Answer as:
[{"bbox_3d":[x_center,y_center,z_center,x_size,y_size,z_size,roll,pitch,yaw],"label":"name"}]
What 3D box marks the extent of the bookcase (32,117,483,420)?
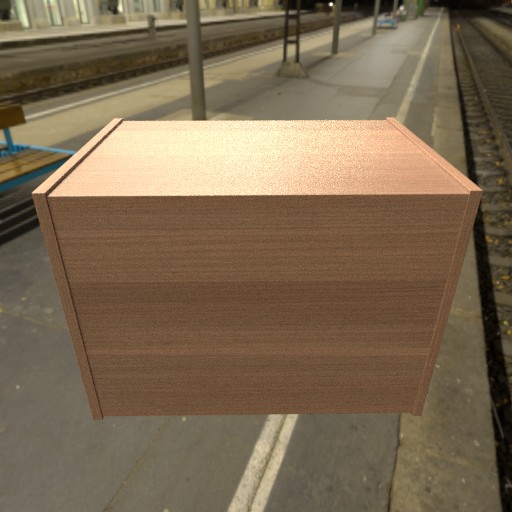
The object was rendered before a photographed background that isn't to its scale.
[{"bbox_3d":[0.000,0.000,0.609,0.415,0.305,0.290,0,30,-1],"label":"bookcase"}]
